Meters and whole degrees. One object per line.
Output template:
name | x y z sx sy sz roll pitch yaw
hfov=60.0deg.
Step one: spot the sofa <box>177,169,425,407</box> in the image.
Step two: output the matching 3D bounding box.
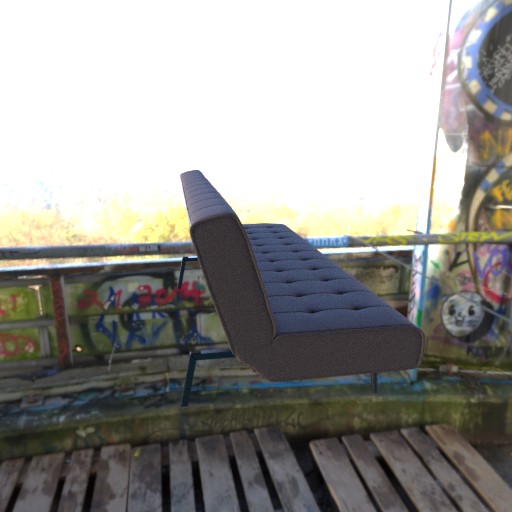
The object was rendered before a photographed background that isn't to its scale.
sofa | 0.000 0.000 2.081 0.747 0.699 1.703 -3 15 -10
